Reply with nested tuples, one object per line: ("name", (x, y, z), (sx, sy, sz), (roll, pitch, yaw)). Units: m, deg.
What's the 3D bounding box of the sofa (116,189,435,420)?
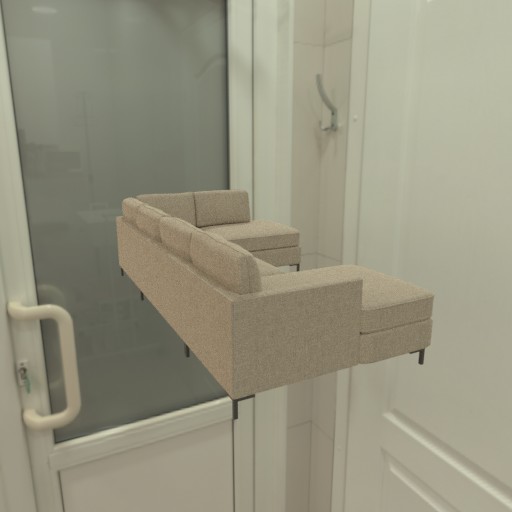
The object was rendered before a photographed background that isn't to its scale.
("sofa", (0.000, 0.000, 4.320), (2.021, 0.996, 3.423), (-7, 15, -27))
